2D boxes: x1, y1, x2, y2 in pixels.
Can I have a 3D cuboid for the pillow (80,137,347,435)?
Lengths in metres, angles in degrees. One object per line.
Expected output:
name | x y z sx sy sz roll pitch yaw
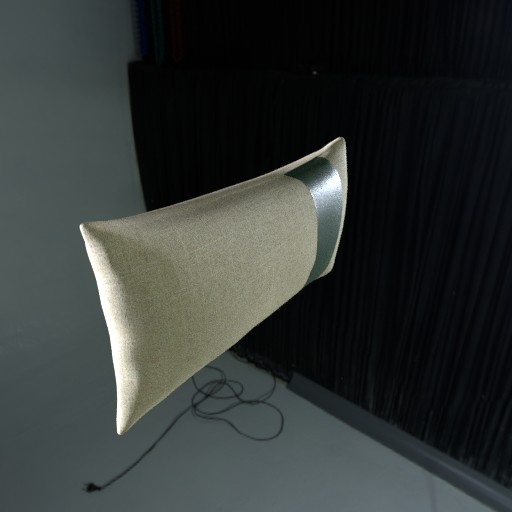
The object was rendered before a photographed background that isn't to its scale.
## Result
pillow | 0.000 0.000 1.048 0.197 0.429 0.859 17 31 32
